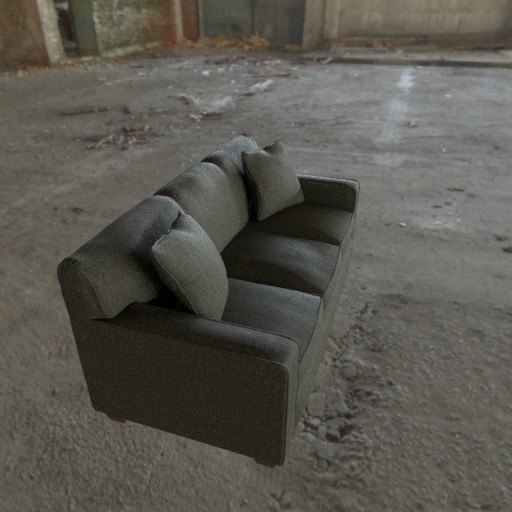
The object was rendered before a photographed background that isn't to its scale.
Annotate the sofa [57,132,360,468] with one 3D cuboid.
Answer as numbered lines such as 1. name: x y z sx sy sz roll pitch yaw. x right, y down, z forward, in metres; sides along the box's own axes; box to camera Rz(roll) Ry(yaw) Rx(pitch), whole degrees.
1. sofa: 0.000 0.000 2.606 0.997 0.958 2.024 10 31 16
